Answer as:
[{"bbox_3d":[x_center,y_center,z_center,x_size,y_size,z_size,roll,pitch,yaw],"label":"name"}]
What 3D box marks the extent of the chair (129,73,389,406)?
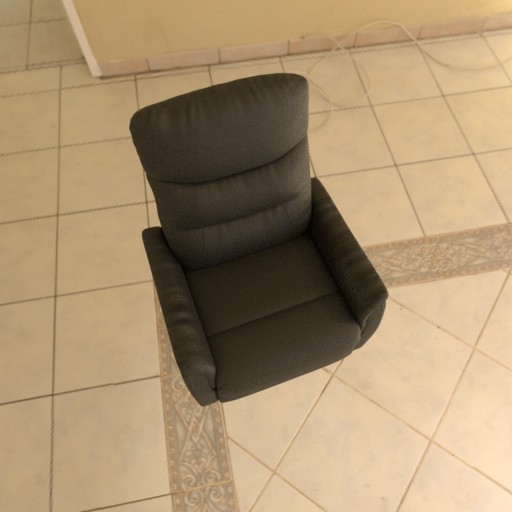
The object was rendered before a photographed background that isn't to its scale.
[{"bbox_3d":[0.000,0.000,1.644,0.775,1.082,0.831,-18,65,-9],"label":"chair"}]
